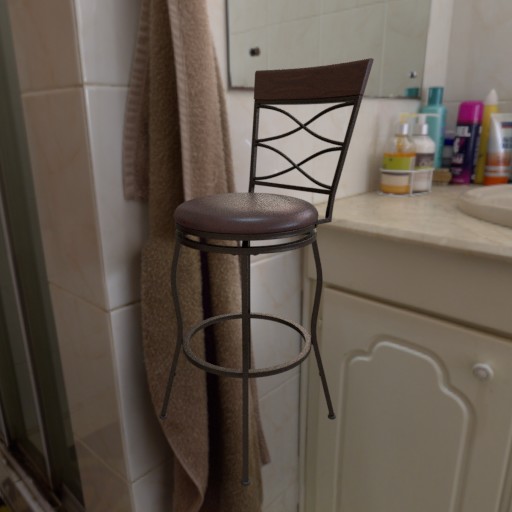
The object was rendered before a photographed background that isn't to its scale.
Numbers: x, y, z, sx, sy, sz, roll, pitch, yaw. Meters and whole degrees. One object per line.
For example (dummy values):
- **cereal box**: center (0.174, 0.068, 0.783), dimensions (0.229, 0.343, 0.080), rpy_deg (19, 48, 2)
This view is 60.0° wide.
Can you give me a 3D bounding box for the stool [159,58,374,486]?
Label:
- **stool**: center (0.000, 0.000, 1.373), dimensions (0.513, 1.130, 0.448), rpy_deg (-16, 23, -43)
